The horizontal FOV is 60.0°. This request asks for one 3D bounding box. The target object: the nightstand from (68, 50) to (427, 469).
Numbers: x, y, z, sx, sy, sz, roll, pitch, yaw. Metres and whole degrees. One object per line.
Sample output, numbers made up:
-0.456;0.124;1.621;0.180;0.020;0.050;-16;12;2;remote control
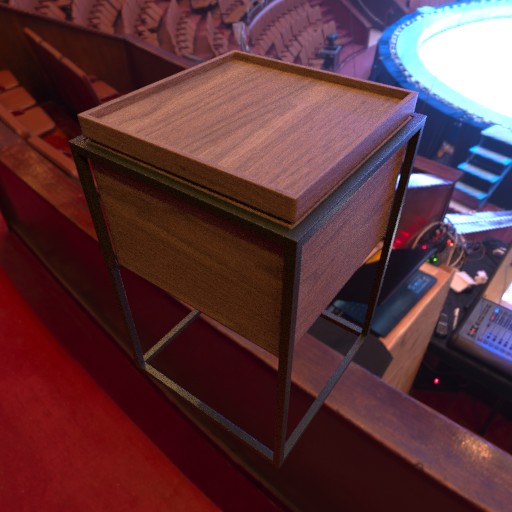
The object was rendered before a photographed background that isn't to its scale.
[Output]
0.000;0.000;0.860;0.397;0.607;0.397;26;47;26;nightstand
